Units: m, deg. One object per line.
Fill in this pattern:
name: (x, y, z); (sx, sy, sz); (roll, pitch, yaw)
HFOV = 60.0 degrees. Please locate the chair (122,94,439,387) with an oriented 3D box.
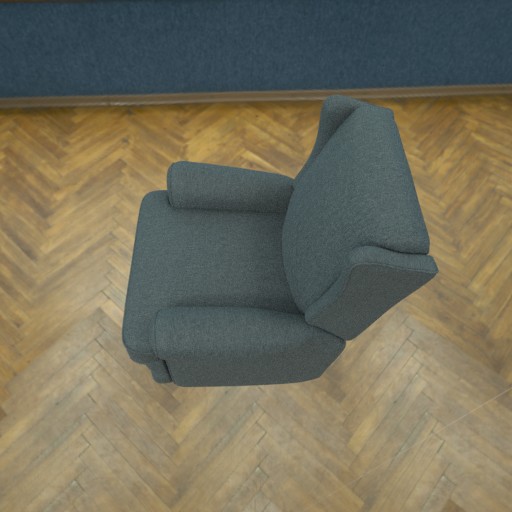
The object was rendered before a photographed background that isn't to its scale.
chair: (0.000, 0.000, 1.706); (0.969, 1.011, 0.847); (-1, 57, -1)
